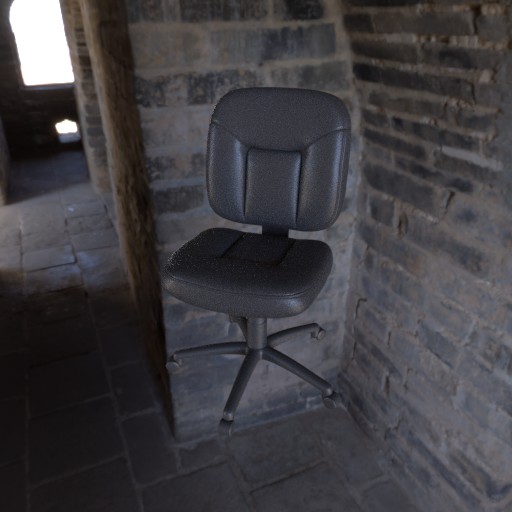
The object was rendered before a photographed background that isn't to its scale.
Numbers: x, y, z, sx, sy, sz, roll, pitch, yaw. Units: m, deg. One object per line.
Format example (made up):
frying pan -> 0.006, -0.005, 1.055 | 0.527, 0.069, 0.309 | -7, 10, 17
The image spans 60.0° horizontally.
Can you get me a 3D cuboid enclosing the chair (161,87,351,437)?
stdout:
chair -> 0.000, 0.000, 1.424 | 0.647, 0.959, 0.646 | 9, 29, 16
